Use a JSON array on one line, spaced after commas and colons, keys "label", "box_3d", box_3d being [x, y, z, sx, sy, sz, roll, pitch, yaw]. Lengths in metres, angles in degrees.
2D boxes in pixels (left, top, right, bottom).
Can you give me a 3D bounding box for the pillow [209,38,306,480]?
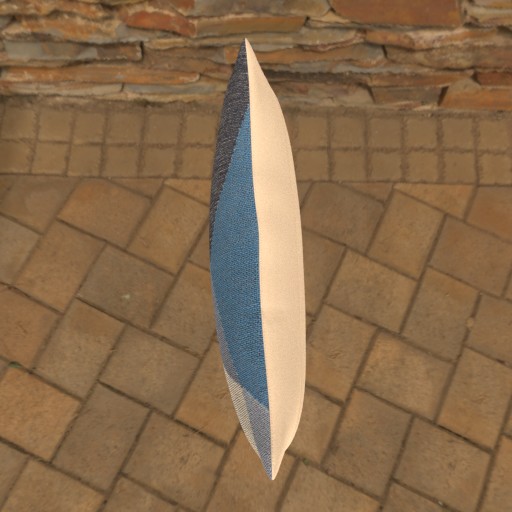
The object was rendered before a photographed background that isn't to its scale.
[{"label": "pillow", "box_3d": [0.000, 0.000, 0.716, 0.148, 0.307, 0.604, -3, 76, -1]}]
